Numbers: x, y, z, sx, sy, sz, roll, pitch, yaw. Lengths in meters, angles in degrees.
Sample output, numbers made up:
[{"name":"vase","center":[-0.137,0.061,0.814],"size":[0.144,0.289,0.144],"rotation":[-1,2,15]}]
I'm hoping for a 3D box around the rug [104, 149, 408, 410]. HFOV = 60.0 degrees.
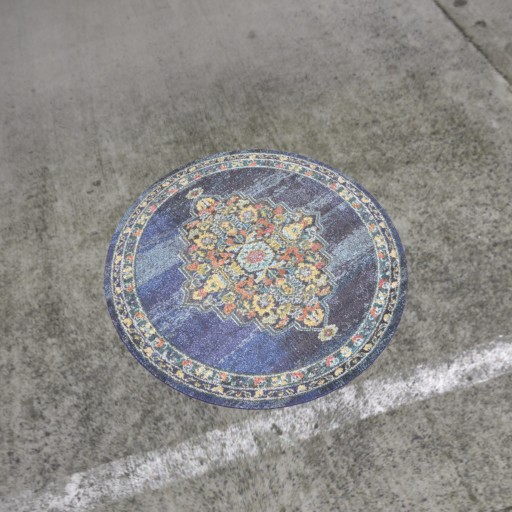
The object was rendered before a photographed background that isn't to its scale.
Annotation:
[{"name":"rug","center":[0.000,0.000,2.361],"size":[1.591,0.010,1.591],"rotation":[0,57,0]}]
